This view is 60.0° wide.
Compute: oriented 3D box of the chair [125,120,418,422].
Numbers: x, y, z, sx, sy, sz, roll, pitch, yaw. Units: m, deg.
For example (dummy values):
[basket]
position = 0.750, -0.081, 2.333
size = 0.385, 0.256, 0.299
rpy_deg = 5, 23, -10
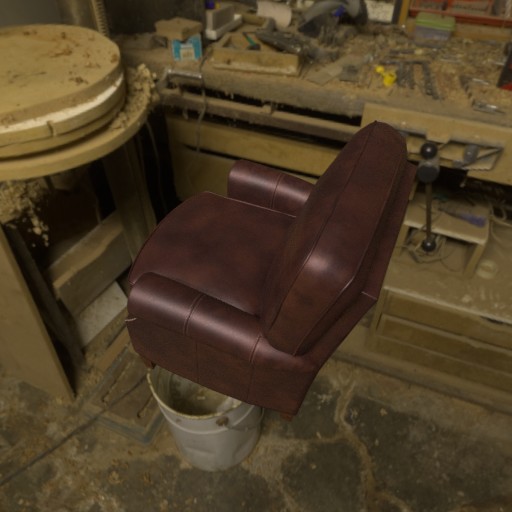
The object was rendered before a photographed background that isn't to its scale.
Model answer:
[chair]
position = 0.000, 0.000, 1.754
size = 0.986, 1.018, 0.936
rpy_deg = 17, 47, 16
